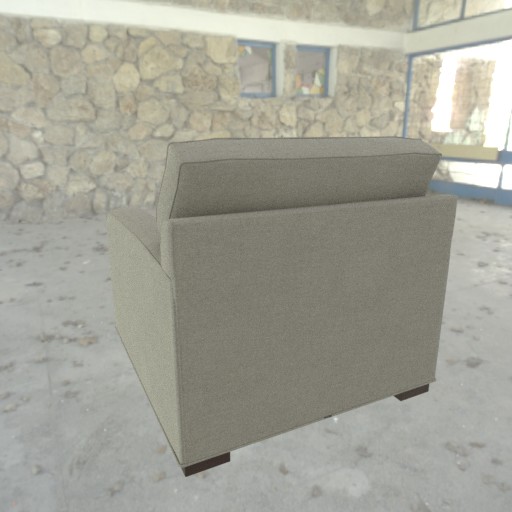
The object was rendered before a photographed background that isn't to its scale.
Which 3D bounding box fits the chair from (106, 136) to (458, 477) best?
[{"bbox_3d":[0.000,0.000,1.775,0.999,0.934,1.044,-8,18,-26],"label":"chair"}]
